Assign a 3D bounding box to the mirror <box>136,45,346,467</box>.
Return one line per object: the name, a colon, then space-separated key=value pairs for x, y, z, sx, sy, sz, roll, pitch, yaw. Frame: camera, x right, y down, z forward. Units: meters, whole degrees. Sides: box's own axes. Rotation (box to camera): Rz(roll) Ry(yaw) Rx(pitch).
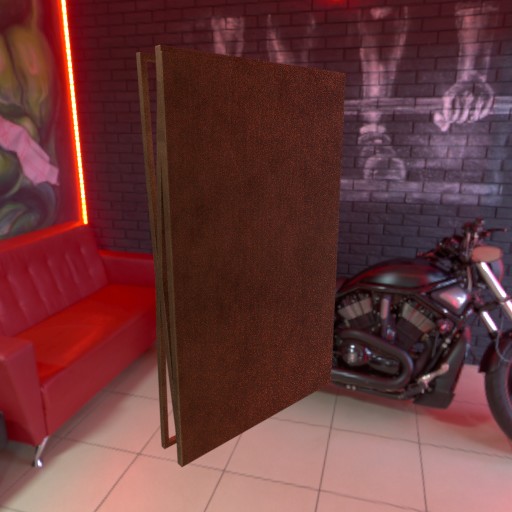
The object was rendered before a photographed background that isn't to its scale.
mirror: x=0.000 y=0.000 z=0.957 sx=0.468 sy=0.768 sz=0.082 roll=-13 pitch=20 yaw=-40
